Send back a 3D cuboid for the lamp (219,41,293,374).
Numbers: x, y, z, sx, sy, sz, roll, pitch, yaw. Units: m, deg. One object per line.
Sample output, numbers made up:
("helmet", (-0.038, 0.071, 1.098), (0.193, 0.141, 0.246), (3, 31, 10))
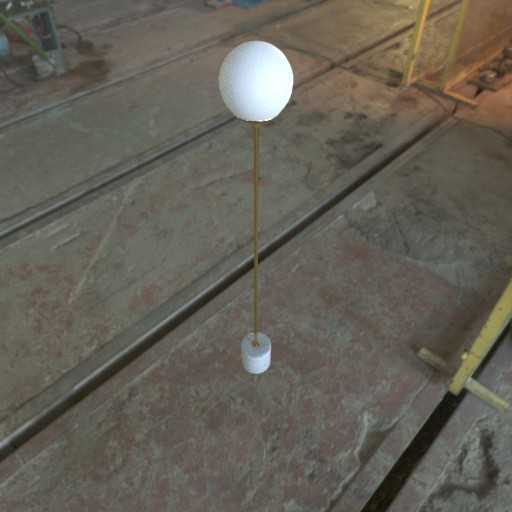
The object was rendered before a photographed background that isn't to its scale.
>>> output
("lamp", (0.000, 0.000, 1.891), (0.224, 1.753, 0.224), (-1, 47, -1))
